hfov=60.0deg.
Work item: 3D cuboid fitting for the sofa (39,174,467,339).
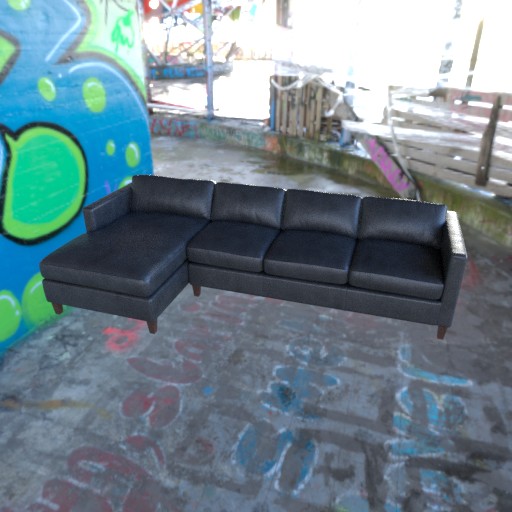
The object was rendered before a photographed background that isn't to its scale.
[{"bbox_3d":[0.000,0.000,3.783,3.203,0.883,1.581,8,28,16],"label":"sofa"}]
